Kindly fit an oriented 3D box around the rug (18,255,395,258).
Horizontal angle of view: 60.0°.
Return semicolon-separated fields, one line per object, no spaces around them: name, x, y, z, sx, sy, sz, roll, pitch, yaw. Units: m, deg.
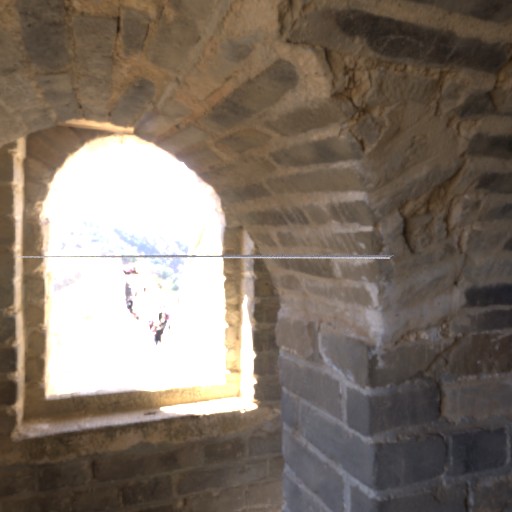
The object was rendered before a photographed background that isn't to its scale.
rug;0.000;0.000;4.080;2.421;0.008;3.045;0;0;18
